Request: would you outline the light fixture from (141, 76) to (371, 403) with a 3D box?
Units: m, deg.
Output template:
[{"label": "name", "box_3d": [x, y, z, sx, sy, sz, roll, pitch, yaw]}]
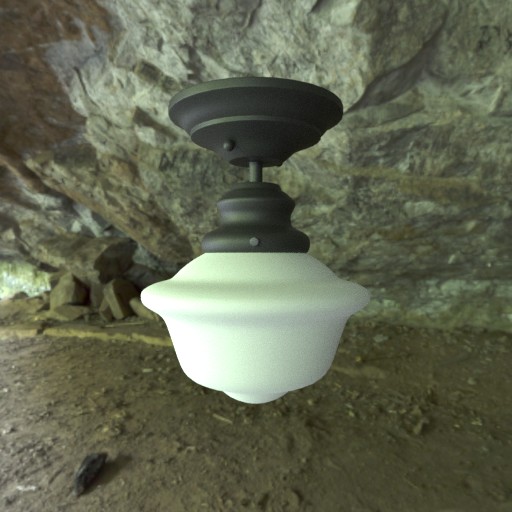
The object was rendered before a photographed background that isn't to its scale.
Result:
[{"label": "light fixture", "box_3d": [0.000, 0.000, 0.389, 0.197, 0.254, 0.197, 0, 0, 0]}]
